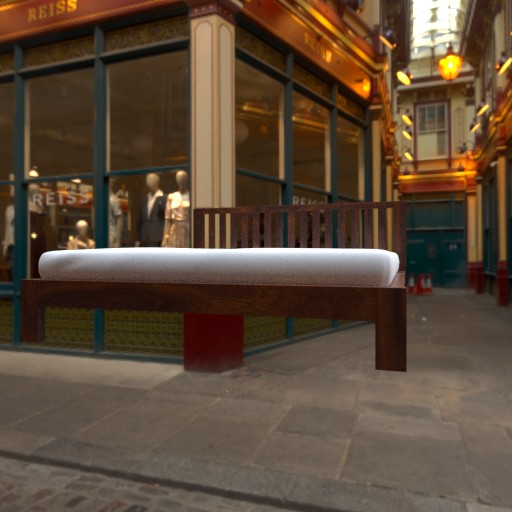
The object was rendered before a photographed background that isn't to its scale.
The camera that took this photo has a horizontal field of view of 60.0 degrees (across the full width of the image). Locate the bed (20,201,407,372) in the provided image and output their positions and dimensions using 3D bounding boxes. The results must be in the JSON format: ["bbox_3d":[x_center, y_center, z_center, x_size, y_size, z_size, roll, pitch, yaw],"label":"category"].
[{"bbox_3d":[0.000,0.000,2.965,1.905,0.890,2.030,0,0,19],"label":"bed"}]
